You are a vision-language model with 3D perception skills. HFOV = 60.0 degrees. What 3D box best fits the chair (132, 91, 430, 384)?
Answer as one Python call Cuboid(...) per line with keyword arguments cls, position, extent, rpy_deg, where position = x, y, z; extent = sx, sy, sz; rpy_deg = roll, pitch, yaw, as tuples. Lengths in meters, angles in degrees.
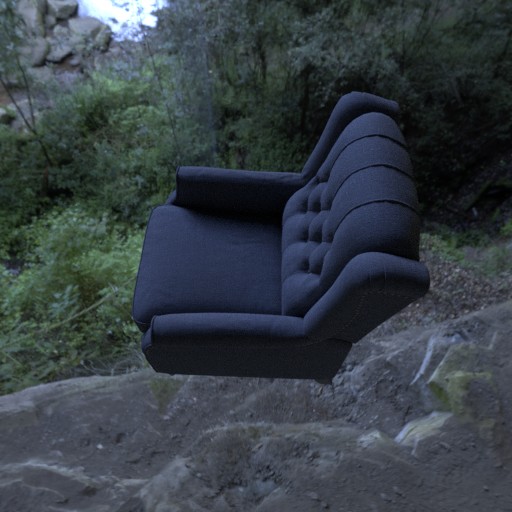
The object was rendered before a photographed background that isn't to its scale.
Cuboid(cls="chair", position=(0.000, 0.000, 1.639), extent=(0.898, 1.035, 0.742), rpy_deg=(2, 60, 1))
